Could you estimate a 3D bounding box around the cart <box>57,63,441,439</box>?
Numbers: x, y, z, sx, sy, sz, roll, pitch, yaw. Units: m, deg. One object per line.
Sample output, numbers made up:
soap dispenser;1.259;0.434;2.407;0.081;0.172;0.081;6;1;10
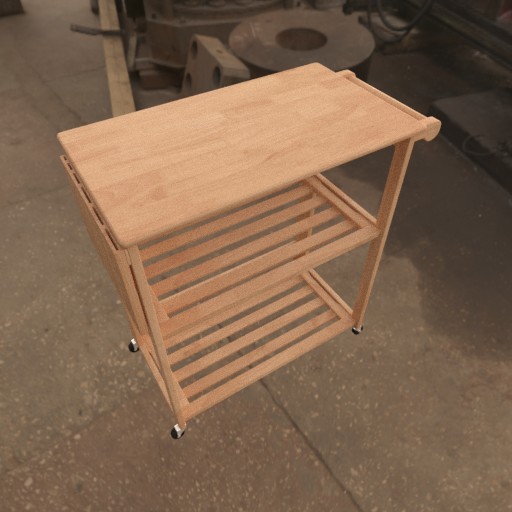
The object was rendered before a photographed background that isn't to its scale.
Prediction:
cart;0.000;0.000;1.356;0.853;0.879;0.432;-24;51;-22
